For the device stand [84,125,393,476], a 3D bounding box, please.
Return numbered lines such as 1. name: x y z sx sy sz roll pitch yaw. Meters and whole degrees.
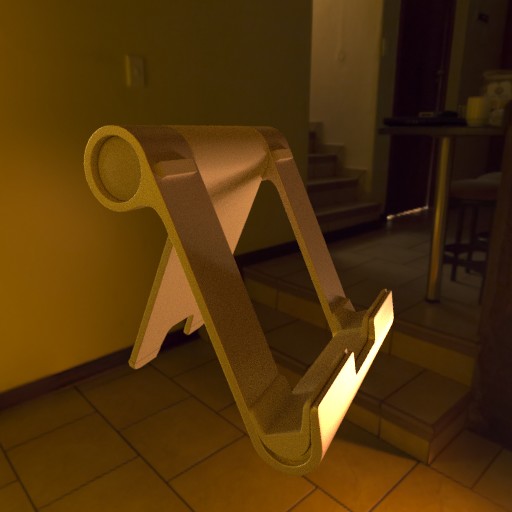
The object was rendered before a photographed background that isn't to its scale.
1. device stand: 0.000 0.000 0.148 0.079 0.084 0.086 8 18 26
